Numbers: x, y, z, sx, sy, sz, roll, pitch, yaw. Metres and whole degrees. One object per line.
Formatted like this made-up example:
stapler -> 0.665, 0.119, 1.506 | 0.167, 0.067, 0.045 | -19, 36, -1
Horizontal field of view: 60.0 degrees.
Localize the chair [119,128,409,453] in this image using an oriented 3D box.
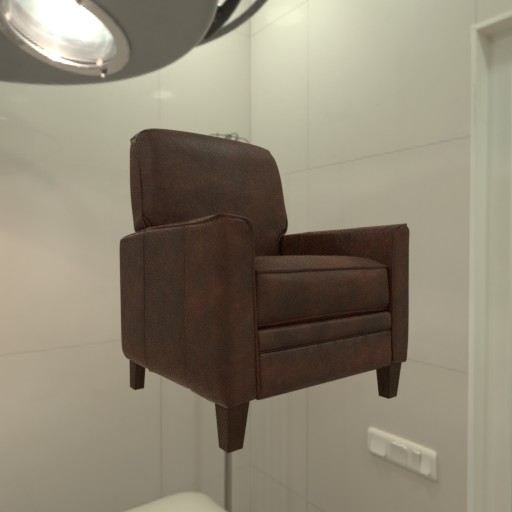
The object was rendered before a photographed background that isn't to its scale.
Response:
chair -> 0.000, 0.000, 1.689 | 0.843, 1.043, 0.836 | -1, 1, -37
